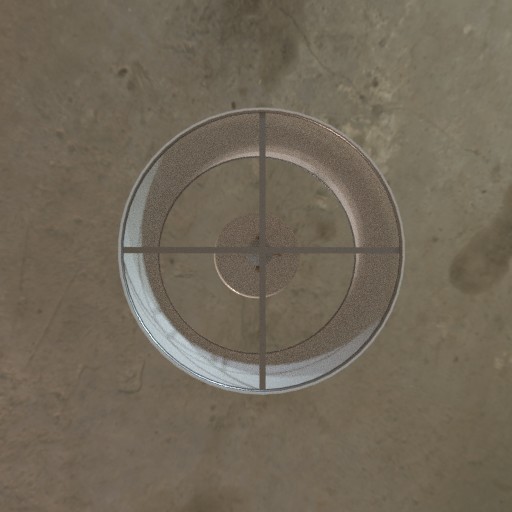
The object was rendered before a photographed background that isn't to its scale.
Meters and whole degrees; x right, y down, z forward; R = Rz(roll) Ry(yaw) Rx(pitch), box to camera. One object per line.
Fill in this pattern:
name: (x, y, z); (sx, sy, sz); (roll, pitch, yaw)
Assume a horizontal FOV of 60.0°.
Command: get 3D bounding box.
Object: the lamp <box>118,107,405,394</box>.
lamp: (0.000, 0.000, 0.819); (0.324, 0.636, 0.325); (0, 89, -1)
